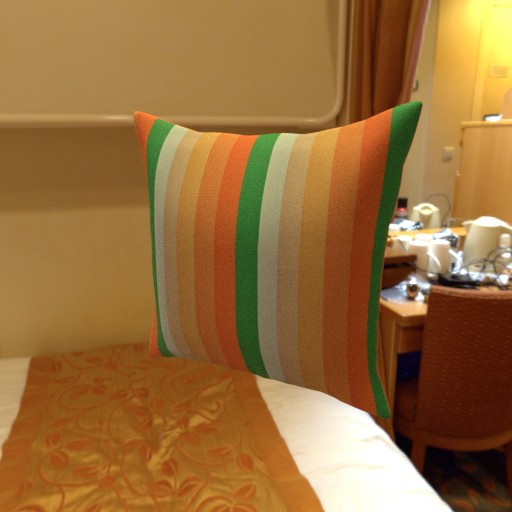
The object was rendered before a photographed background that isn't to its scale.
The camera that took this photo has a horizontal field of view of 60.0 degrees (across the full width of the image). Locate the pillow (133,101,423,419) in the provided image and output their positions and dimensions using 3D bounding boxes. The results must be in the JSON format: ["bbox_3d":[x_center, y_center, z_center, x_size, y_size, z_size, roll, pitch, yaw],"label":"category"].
[{"bbox_3d":[0.000,0.000,0.693,0.453,0.444,0.169,8,17,26],"label":"pillow"}]
